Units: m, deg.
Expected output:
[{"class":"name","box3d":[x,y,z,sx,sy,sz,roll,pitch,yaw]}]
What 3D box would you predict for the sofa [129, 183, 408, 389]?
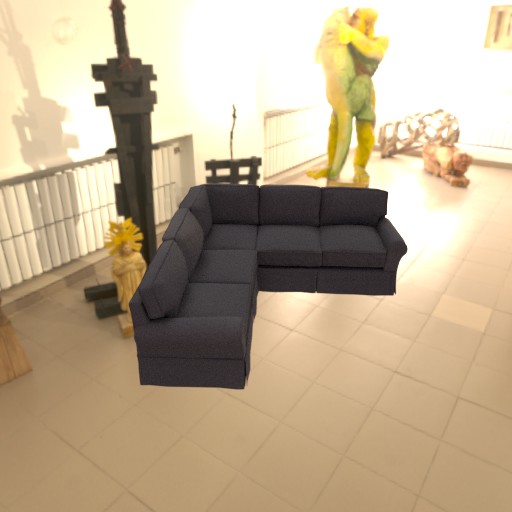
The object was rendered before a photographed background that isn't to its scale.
[{"class":"sofa","box3d":[0.000,0.000,5.194,2.874,1.169,3.773,17,32,31]}]
